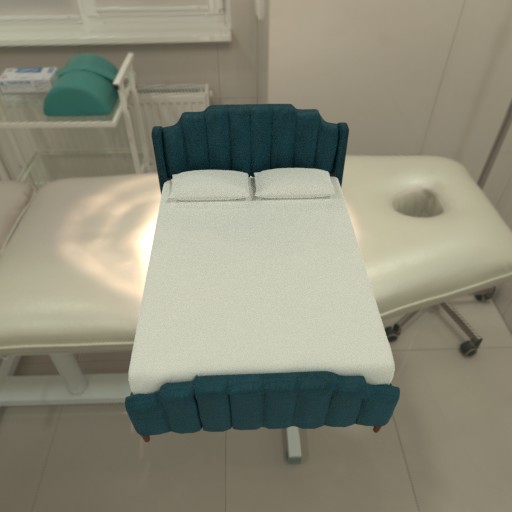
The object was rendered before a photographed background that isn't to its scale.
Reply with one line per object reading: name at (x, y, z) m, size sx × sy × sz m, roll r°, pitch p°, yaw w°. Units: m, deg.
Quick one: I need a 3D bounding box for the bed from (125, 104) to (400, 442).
bed at (0.000, 0.000, 3.346) m, size 1.676 × 1.351 × 2.322 m, roll -2°, pitch 44°, yaw -2°
